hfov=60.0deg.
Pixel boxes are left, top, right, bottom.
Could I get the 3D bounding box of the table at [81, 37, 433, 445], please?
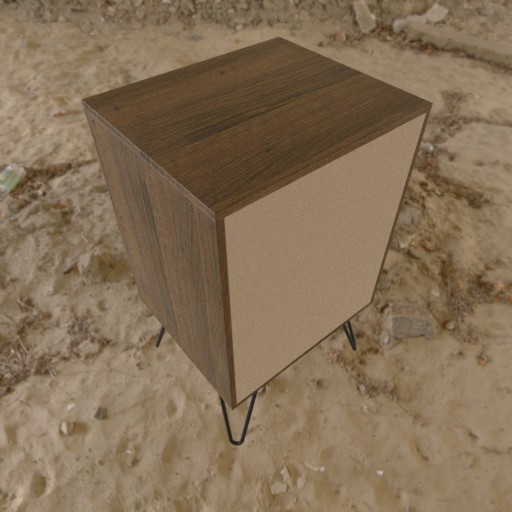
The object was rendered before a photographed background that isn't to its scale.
[{"bbox_3d":[0.000,0.000,1.174,0.526,0.866,0.457,-31,53,-26],"label":"table"}]
